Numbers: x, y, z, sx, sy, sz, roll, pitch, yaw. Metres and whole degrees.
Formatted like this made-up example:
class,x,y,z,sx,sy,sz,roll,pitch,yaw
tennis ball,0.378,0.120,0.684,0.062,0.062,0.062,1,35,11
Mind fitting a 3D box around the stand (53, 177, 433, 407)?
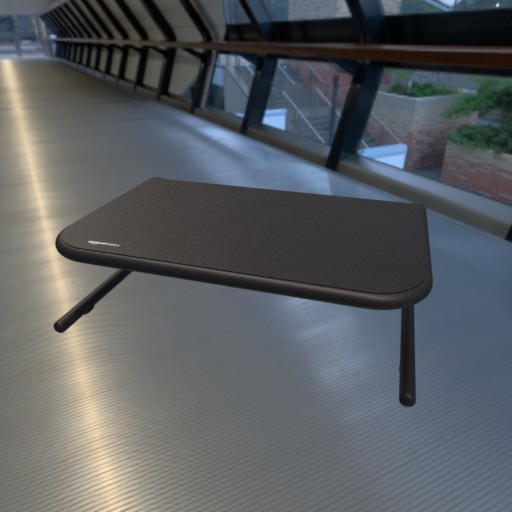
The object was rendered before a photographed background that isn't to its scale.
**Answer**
class,x,y,z,sx,sy,sz,roll,pitch,yaw
stand,0.000,0.000,0.521,0.370,0.108,0.280,8,28,15
